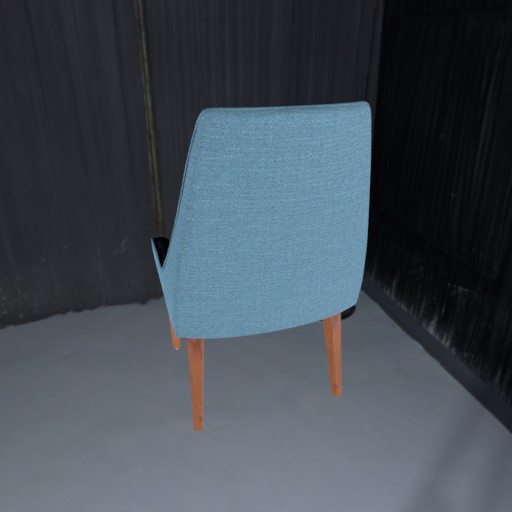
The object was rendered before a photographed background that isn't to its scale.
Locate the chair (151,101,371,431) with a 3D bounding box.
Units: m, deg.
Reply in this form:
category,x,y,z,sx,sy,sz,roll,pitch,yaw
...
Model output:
category,x,y,z,sx,sy,sz,roll,pitch,yaw
chair,0.000,0.000,1.237,0.529,0.861,0.544,-8,27,-16
